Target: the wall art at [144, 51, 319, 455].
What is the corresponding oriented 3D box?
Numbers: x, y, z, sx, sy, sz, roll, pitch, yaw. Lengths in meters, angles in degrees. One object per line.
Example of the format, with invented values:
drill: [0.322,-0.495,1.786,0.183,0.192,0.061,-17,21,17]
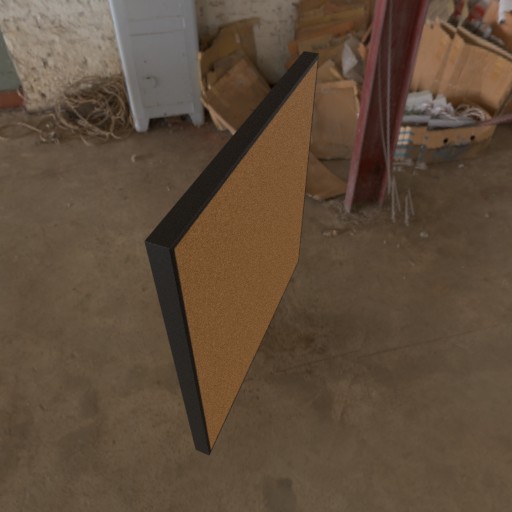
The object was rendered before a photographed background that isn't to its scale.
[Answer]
wall art: [0.000,0.000,0.772,0.028,0.511,0.513,16,47,15]
